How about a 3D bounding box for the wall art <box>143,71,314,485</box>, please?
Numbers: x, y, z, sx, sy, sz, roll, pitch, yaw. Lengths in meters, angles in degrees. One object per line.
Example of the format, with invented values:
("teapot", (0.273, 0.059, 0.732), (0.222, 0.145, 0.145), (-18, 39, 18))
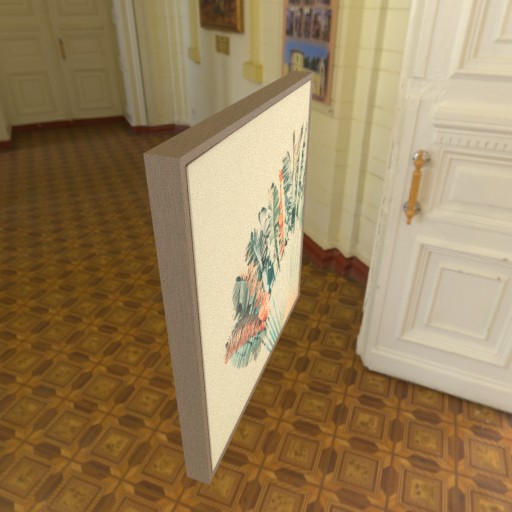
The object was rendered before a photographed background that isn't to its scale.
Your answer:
("wall art", (0.000, 0.000, 0.744), (0.038, 0.506, 0.508), (11, 33, 17))
